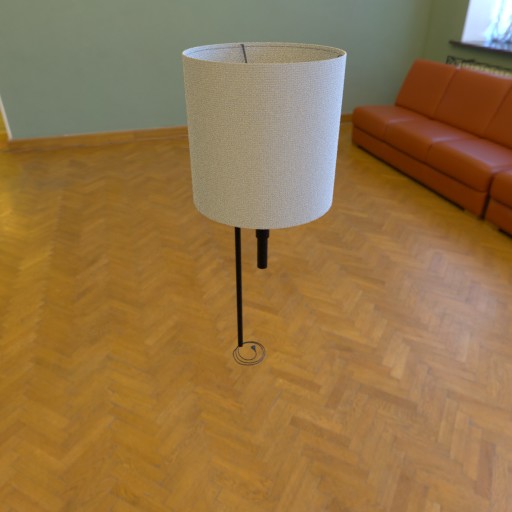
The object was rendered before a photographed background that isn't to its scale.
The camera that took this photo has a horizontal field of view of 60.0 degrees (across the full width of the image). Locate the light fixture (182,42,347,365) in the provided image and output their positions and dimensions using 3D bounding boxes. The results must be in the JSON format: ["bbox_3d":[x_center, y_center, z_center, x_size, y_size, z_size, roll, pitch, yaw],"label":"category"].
[{"bbox_3d":[0.000,0.000,0.691,0.188,0.589,0.248,-10,33,-15],"label":"light fixture"}]
